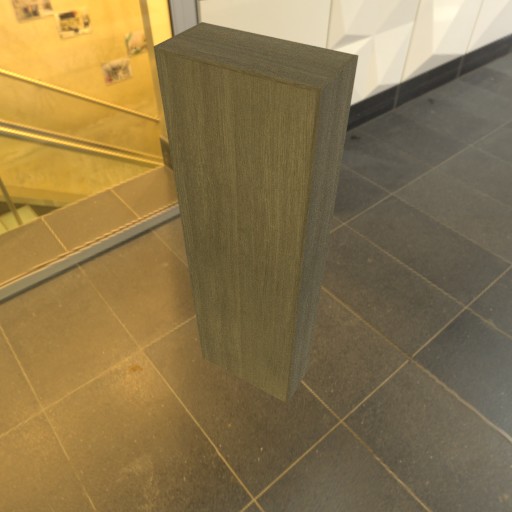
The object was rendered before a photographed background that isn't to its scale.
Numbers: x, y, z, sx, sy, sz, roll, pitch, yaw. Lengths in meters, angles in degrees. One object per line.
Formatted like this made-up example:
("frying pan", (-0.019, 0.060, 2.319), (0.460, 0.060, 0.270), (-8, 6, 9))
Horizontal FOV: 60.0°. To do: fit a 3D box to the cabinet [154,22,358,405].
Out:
("cabinet", (0.000, 0.000, 1.809), (0.520, 1.630, 0.255), (23, 50, 21))
